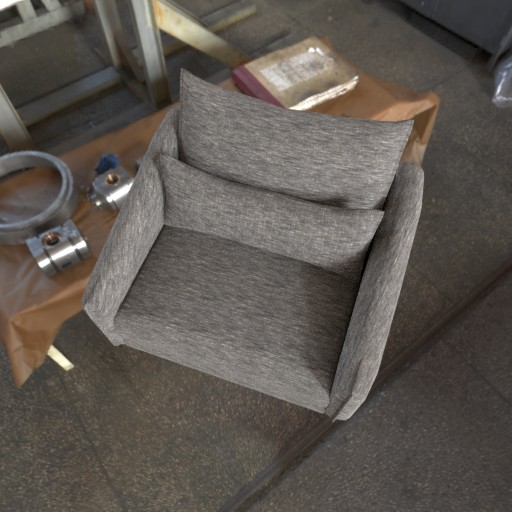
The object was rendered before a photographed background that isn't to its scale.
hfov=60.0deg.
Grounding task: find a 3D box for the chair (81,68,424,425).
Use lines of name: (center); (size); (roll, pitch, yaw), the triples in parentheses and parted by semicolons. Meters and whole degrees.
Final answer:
chair: (0.000, 0.000, 1.571); (1.004, 0.842, 0.805); (16, 60, 10)
